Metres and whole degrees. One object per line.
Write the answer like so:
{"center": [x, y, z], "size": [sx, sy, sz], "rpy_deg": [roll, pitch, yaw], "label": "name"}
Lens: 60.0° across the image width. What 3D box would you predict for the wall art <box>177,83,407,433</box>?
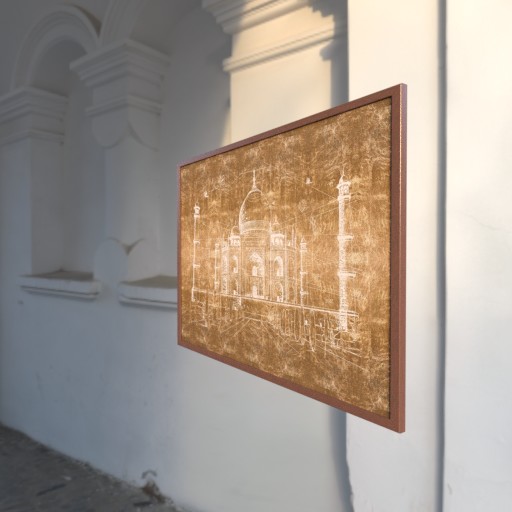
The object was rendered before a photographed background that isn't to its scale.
{"center": [0.000, 0.000, 0.846], "size": [0.014, 0.455, 0.660], "rpy_deg": [-1, 1, -36], "label": "wall art"}
